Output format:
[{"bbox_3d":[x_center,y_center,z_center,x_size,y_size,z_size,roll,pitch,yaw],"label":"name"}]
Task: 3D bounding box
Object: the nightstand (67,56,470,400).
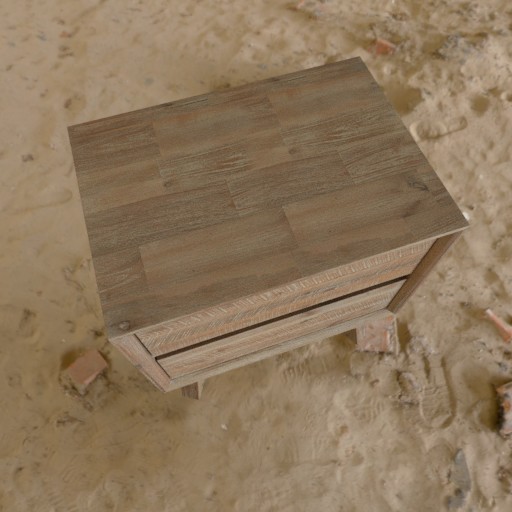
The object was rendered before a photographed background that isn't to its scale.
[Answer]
[{"bbox_3d":[0.000,0.000,0.978,0.552,0.589,0.396,-17,64,-8],"label":"nightstand"}]
